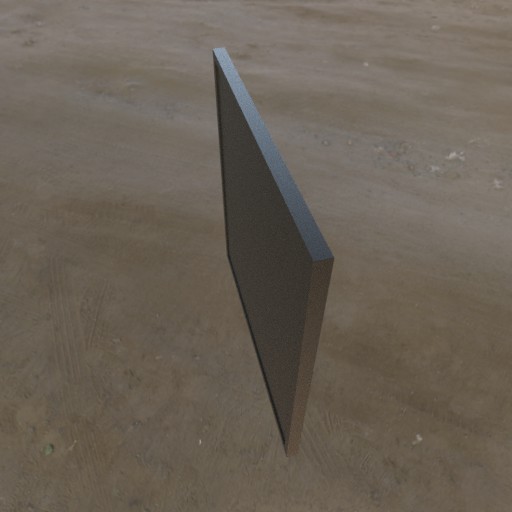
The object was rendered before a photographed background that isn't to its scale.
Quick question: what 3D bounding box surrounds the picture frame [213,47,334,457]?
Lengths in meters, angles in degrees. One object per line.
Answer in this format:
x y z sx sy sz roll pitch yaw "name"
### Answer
0.000 0.000 1.171 0.032 0.775 0.775 -11 47 -10 "picture frame"
